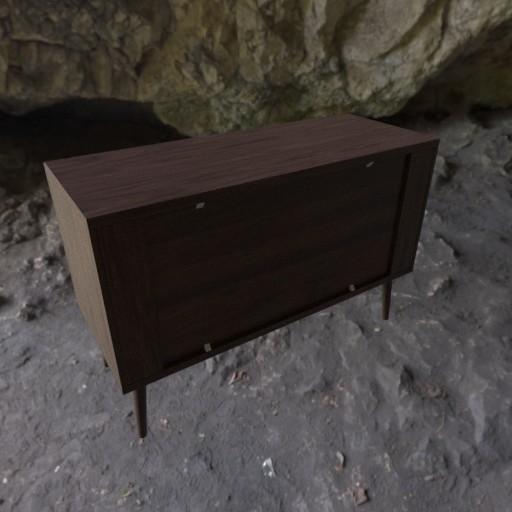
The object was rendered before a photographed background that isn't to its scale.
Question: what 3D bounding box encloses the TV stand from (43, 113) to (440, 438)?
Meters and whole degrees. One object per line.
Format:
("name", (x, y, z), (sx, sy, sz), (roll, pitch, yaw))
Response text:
("TV stand", (0.000, 0.000, 1.342), (0.990, 0.660, 0.405), (-18, 34, -28))
